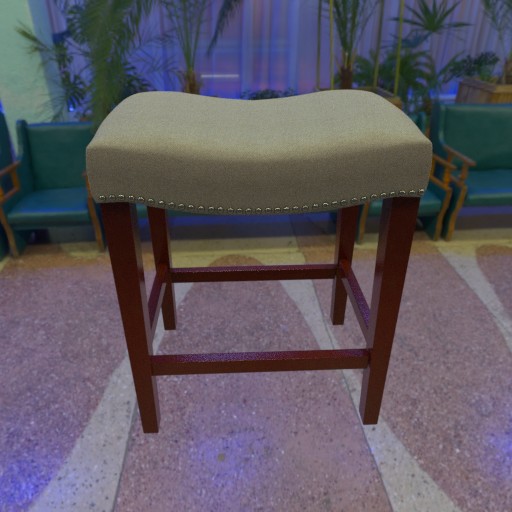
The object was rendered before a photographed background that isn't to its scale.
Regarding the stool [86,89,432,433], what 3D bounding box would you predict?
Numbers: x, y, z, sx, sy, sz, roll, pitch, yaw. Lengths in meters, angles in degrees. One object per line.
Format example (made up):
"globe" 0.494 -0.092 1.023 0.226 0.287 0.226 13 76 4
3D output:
"stool" 0.000 0.000 0.928 0.509 0.632 0.375 -1 31 -2
